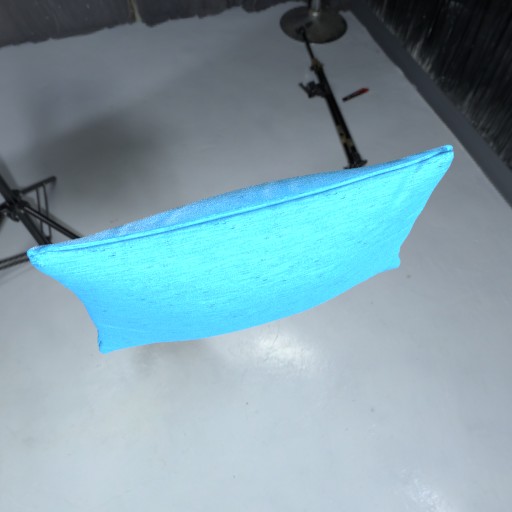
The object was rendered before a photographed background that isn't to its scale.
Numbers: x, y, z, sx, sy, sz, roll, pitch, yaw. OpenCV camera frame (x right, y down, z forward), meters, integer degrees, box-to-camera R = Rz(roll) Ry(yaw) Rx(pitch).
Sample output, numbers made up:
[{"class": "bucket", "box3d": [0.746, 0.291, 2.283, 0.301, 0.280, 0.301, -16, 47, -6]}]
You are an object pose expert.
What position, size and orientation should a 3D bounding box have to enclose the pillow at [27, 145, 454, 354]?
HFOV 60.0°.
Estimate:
[{"class": "pillow", "box3d": [0.000, 0.000, 0.765, 0.633, 0.338, 0.210, -15, 59, -10]}]
